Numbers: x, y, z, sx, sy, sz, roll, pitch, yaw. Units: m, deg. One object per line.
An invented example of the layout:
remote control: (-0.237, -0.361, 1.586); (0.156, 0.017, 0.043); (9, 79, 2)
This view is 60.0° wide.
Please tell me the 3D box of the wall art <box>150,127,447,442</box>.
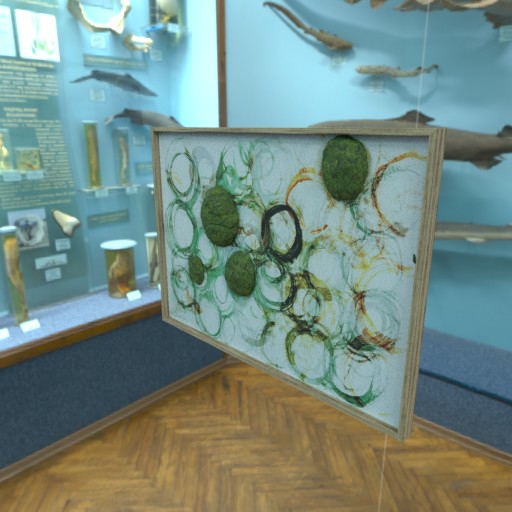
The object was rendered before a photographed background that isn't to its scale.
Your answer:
wall art: (0.000, 0.000, 1.095); (0.841, 0.609, 0.063); (15, 22, 42)
